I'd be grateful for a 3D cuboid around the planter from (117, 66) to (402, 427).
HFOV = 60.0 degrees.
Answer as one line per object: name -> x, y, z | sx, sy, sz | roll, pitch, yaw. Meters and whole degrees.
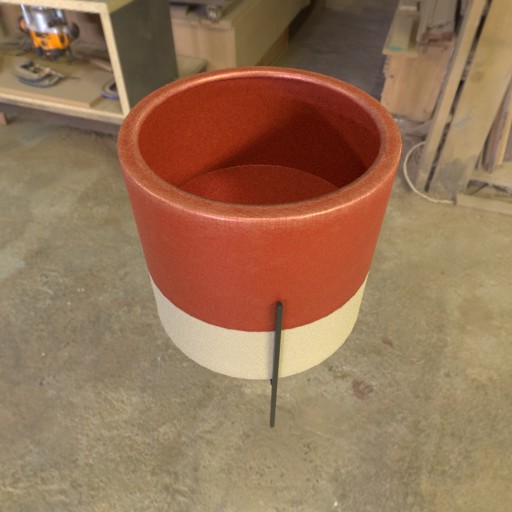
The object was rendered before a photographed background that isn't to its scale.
planter -> 0.000, 0.000, 0.710 | 0.354, 0.465, 0.345 | 17, 49, 15
